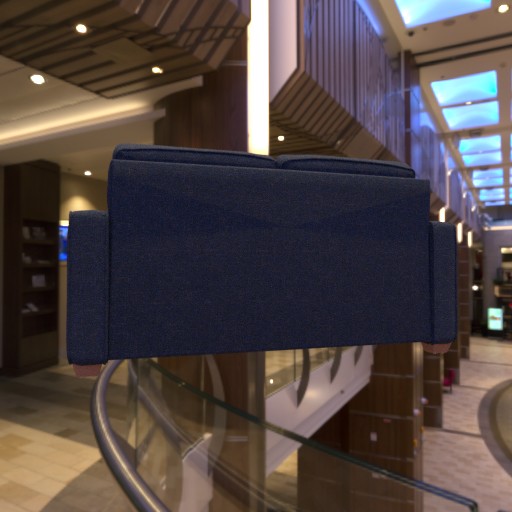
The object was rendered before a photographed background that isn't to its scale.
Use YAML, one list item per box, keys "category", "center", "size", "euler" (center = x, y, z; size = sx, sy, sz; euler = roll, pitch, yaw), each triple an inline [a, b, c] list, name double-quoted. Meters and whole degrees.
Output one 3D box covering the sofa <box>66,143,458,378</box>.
- category: "sofa"
  center: [0.000, 0.000, 2.269]
  size: [1.709, 0.918, 0.947]
  euler: [0, -1, -16]
